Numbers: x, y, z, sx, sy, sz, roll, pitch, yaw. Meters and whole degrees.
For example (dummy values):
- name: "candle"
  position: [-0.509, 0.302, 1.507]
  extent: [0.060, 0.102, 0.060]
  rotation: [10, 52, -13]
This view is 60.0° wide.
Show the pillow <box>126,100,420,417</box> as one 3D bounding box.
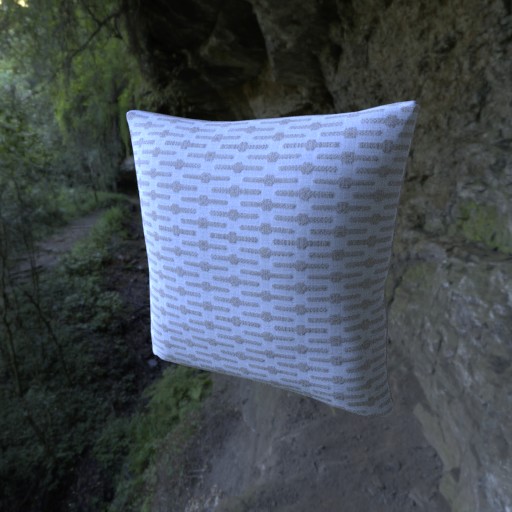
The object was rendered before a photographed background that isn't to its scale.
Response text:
- name: "pillow"
  position: [0.000, 0.000, 0.767]
  extent: [0.496, 0.491, 0.219]
  rotation: [7, 16, 25]
